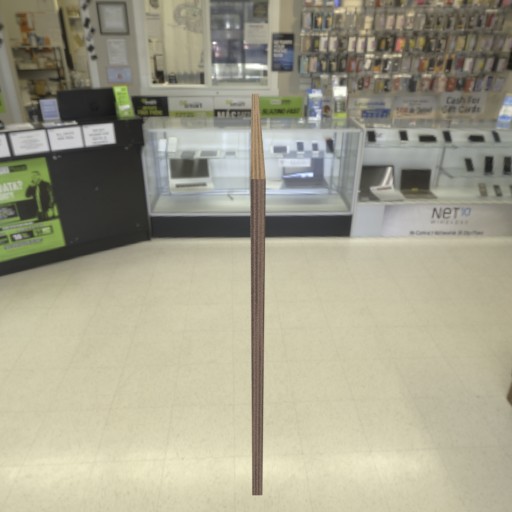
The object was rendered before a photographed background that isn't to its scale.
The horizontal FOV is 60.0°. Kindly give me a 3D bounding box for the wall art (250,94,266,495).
[{"bbox_3d":[0.000,0.000,0.682,0.013,0.406,0.508,0,28,0],"label":"wall art"}]
